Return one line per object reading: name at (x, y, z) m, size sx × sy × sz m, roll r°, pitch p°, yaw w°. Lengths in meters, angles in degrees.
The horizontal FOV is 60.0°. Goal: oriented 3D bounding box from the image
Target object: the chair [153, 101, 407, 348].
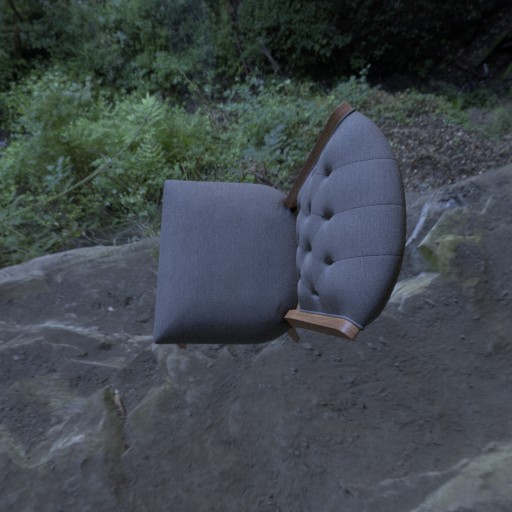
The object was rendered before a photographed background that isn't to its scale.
chair at (0.000, 0.000, 1.278) m, size 0.584 × 0.905 × 0.513 m, roll 1°, pitch 77°, yaw 0°
